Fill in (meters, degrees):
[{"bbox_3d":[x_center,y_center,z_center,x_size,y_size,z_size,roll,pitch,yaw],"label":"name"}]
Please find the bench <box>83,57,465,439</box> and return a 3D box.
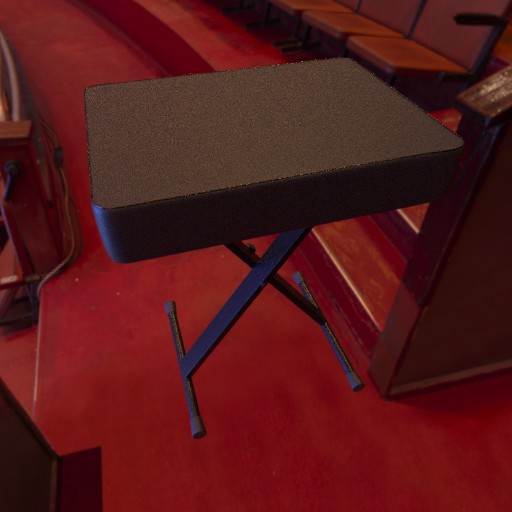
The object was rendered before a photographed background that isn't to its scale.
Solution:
[{"bbox_3d":[0.000,0.000,0.740,0.424,0.500,0.321,-12,44,-13],"label":"bench"}]
